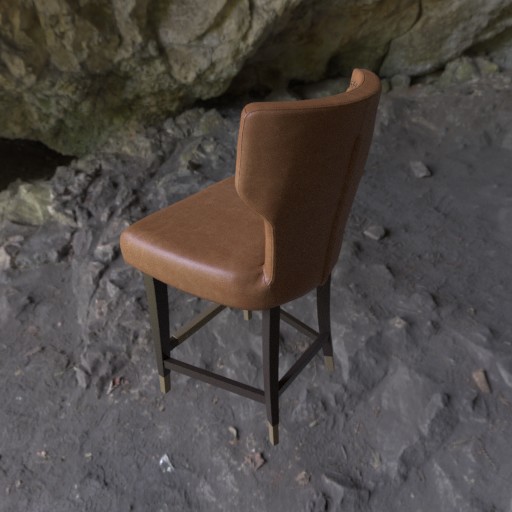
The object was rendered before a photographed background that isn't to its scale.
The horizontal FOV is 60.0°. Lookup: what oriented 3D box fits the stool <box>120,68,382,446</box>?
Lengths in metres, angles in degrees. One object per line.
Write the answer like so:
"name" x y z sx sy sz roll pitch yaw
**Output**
"stool" 0.000 0.000 1.283 0.563 0.982 0.526 21 37 30
